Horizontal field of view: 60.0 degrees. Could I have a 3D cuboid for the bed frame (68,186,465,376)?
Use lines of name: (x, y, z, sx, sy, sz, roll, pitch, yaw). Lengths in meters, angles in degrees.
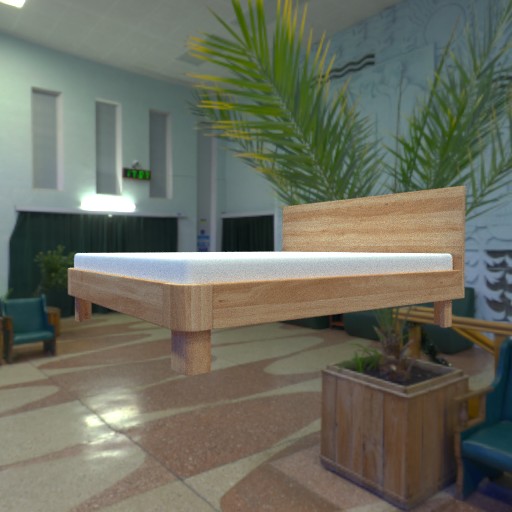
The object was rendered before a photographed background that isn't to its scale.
bed frame: (0.000, 0.000, 3.101, 2.092, 0.940, 1.872, -1, 1, -36)
